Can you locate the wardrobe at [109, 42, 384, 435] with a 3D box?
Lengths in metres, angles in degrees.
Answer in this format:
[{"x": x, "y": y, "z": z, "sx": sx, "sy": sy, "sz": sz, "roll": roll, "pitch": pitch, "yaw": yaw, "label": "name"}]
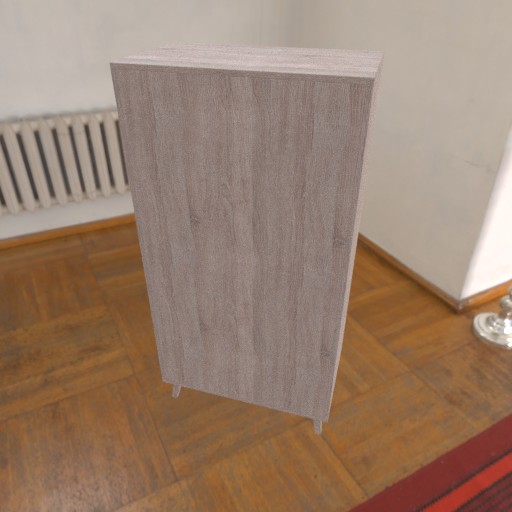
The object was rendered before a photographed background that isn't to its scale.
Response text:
[{"x": 0.000, "y": 0.000, "z": 2.358, "sx": 1.000, "sy": 1.960, "sz": 0.600, "roll": 9, "pitch": 34, "yaw": 14, "label": "wardrobe"}]
